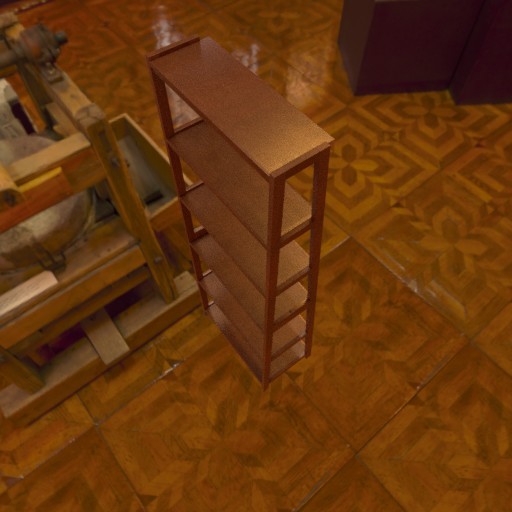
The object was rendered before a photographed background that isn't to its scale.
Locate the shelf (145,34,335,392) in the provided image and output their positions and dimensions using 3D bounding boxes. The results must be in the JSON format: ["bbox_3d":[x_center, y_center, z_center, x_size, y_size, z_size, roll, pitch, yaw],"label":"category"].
[{"bbox_3d":[0.000,0.000,2.113,0.382,1.892,0.660,-33,63,-19],"label":"shelf"}]
